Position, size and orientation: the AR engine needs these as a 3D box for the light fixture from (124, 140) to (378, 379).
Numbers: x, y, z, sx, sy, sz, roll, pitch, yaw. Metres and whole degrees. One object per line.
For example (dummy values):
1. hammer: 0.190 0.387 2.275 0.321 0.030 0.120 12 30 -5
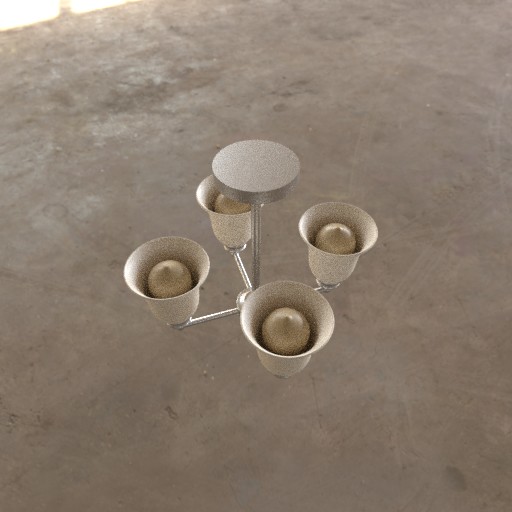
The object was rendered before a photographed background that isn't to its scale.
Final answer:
1. light fixture: 0.000 0.000 0.743 0.427 0.370 0.427 -13 48 -12
